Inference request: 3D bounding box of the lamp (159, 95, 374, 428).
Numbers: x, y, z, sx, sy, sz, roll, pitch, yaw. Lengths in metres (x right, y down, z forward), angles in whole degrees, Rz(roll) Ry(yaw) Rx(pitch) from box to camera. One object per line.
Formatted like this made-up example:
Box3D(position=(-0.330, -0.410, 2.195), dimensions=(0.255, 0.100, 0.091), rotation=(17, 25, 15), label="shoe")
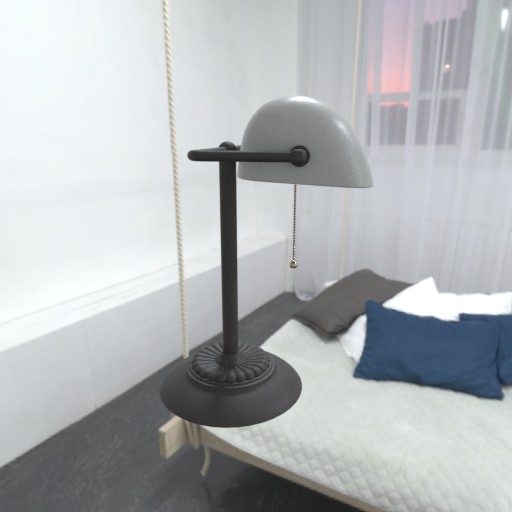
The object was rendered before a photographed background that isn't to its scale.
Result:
Box3D(position=(0.000, 0.000, 0.513), dimensions=(0.243, 0.339, 0.264), rotation=(3, 16, 10), label="lamp")
